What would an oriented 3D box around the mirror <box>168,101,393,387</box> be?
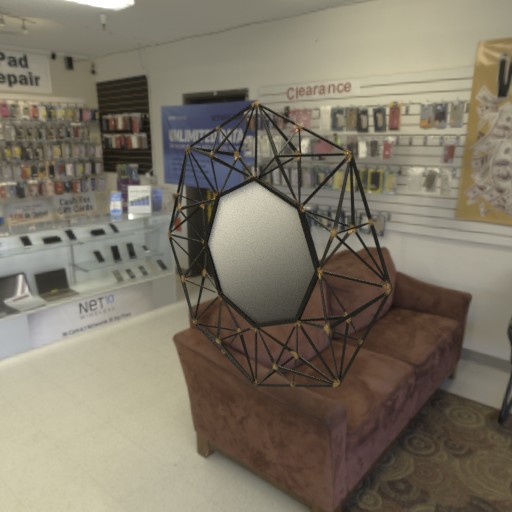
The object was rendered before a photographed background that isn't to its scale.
[{"bbox_3d":[0.000,0.000,1.076,0.710,0.710,0.094,14,20,42],"label":"mirror"}]
